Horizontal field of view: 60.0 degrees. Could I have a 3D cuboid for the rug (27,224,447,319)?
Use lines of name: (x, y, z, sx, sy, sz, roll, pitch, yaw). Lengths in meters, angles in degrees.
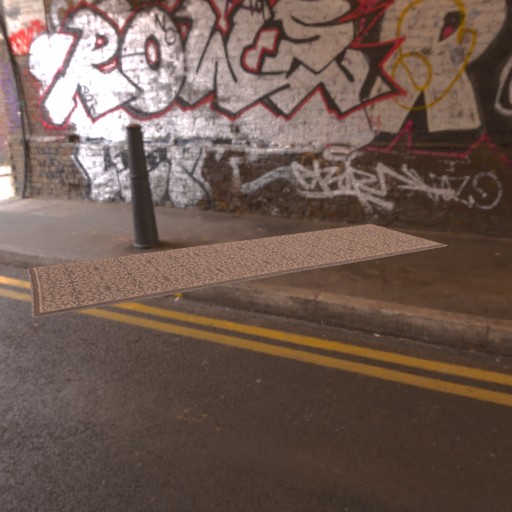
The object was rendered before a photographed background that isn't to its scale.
rug: (0.000, 0.000, 2.392, 2.196, 0.011, 0.662, -8, 18, -27)
